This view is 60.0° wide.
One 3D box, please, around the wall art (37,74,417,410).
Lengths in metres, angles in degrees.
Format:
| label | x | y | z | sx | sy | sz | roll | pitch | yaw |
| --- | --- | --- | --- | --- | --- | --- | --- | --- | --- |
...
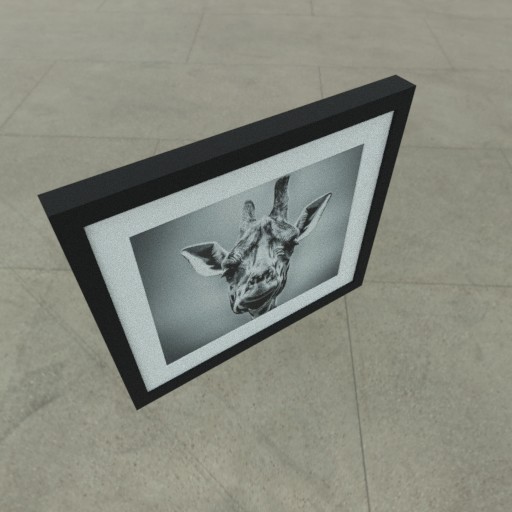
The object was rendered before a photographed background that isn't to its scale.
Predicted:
| label | x | y | z | sx | sy | sz | roll | pitch | yaw |
| --- | --- | --- | --- | --- | --- | --- | --- | --- | --- |
| wall art | 0.000 | 0.000 | 0.523 | 0.381 | 0.330 | 0.031 | -25 | 52 | -22 |
